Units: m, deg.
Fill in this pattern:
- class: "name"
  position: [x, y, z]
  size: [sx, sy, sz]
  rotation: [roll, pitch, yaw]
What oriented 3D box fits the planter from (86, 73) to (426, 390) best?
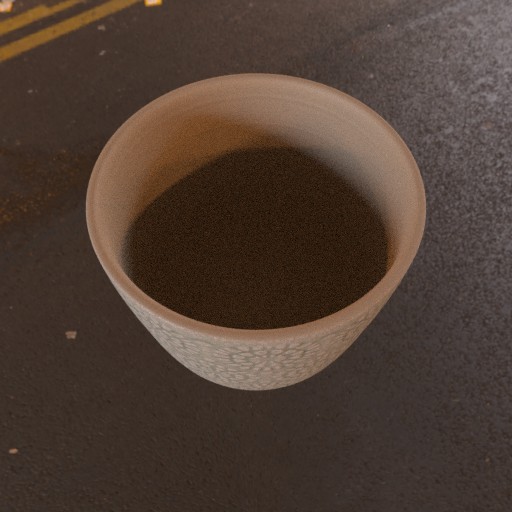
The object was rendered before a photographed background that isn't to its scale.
- class: "planter"
  position: [0.000, 0.000, 0.210]
  size: [0.124, 0.109, 0.124]
  rotation: [0, 59, 0]
